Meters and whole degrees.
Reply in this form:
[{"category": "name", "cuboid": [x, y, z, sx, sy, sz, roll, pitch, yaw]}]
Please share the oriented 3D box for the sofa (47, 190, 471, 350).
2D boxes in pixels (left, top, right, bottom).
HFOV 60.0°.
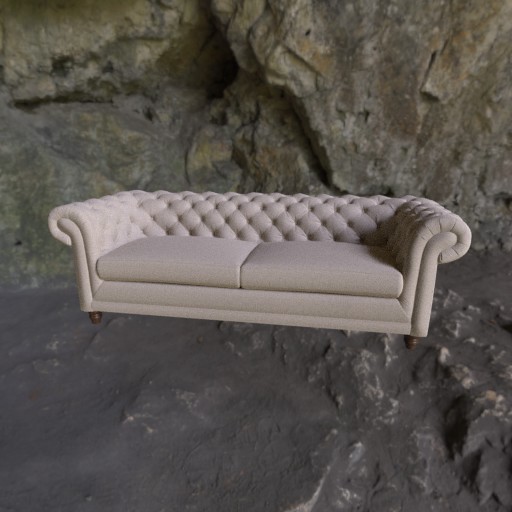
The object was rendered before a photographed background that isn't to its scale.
[{"category": "sofa", "cuboid": [0.000, 0.000, 3.234, 2.694, 0.847, 1.076, 3, 15, 10]}]
